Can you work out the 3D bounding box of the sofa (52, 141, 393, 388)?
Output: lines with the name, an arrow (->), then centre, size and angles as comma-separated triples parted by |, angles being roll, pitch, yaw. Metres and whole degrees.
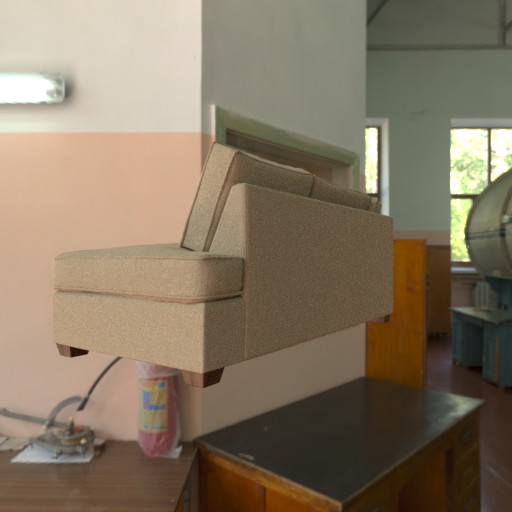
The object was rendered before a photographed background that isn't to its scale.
sofa -> 0.000, 0.000, 2.880 | 1.110, 1.033, 2.237 | 0, 0, 35
